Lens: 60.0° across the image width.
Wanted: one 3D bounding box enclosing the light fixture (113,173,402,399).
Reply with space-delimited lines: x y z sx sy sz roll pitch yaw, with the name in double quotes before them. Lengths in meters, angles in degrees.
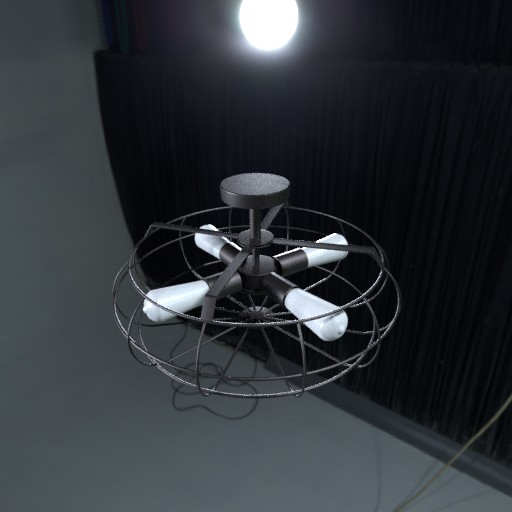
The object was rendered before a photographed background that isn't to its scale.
"light fixture" 0.000 0.000 0.906 0.582 0.311 0.582 0 27 0
